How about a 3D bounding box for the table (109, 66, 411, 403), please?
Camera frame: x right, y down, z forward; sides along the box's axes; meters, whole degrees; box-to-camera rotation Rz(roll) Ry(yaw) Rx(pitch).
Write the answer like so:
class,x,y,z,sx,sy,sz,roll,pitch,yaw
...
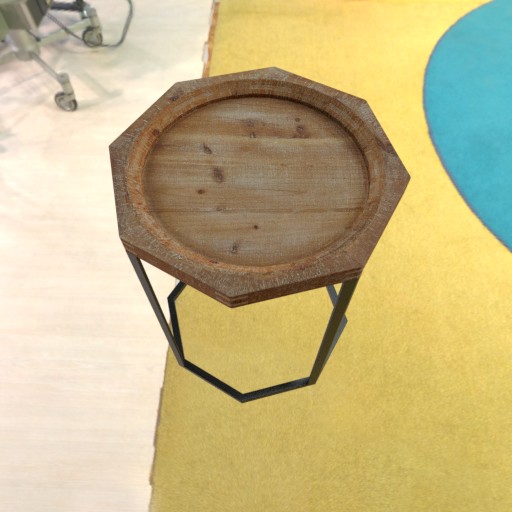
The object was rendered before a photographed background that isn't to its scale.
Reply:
class,x,y,z,sx,sy,sz,roll,pitch,yaw
table,0.000,0.000,0.896,0.458,0.543,0.458,-33,64,-18
